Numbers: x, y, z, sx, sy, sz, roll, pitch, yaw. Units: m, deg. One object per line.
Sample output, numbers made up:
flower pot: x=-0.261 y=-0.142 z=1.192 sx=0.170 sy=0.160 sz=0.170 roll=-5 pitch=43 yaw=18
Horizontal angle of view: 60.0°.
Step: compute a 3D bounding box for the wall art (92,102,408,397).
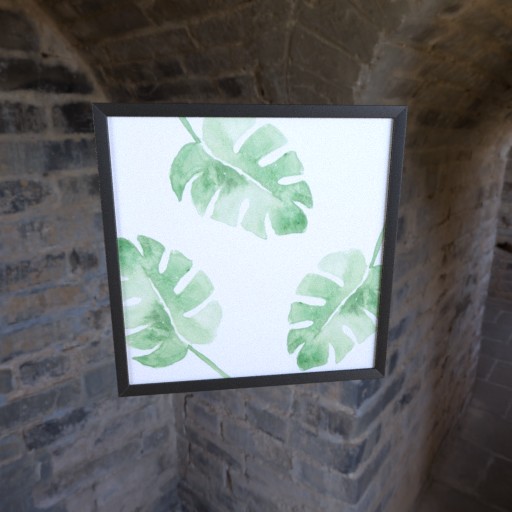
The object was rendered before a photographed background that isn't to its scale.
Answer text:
wall art: x=0.000 y=0.000 z=1.182 sx=0.765 sy=0.765 sz=0.038 roll=-2 pitch=15 yaw=-7
